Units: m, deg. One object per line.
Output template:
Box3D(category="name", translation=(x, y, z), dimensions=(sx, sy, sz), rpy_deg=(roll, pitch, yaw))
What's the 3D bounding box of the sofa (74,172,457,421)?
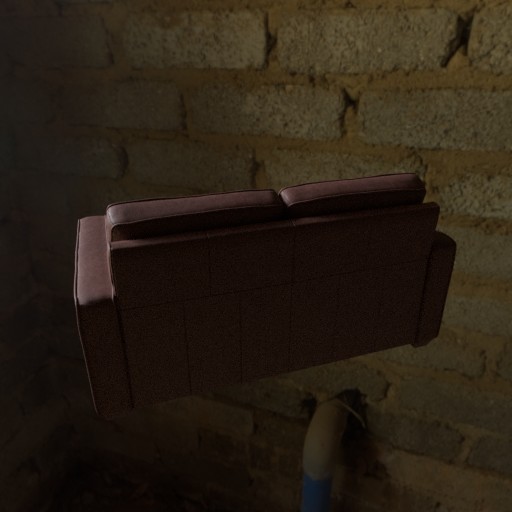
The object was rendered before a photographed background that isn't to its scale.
Box3D(category="sofa", translation=(0.000, 0.000, 2.278), dimensions=(1.709, 0.918, 0.947), rpy_deg=(-8, 27, -17))
